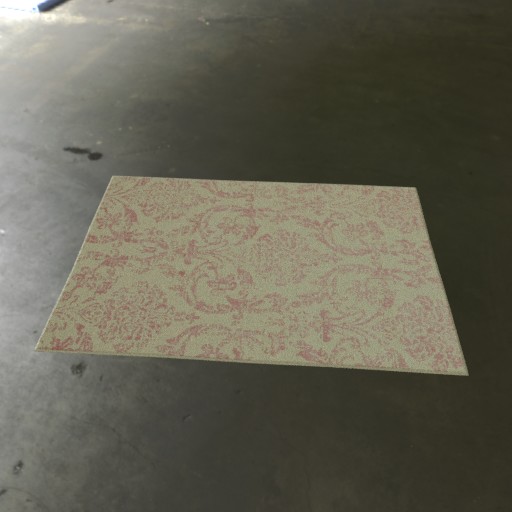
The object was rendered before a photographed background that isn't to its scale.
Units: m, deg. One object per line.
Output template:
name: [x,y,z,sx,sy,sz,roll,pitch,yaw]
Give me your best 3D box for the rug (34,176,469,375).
rug: [0.000,0.000,2.278,1.839,0.012,1.219,3,48,2]
